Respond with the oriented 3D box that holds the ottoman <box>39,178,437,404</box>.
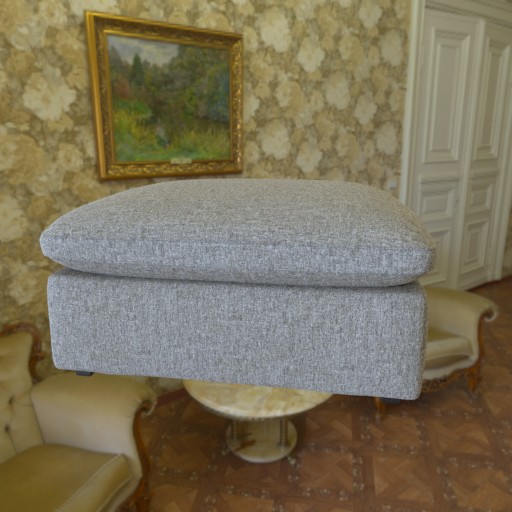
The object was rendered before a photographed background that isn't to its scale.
[{"bbox_3d":[0.000,0.000,1.575,1.035,0.526,1.039,2,14,9],"label":"ottoman"}]
